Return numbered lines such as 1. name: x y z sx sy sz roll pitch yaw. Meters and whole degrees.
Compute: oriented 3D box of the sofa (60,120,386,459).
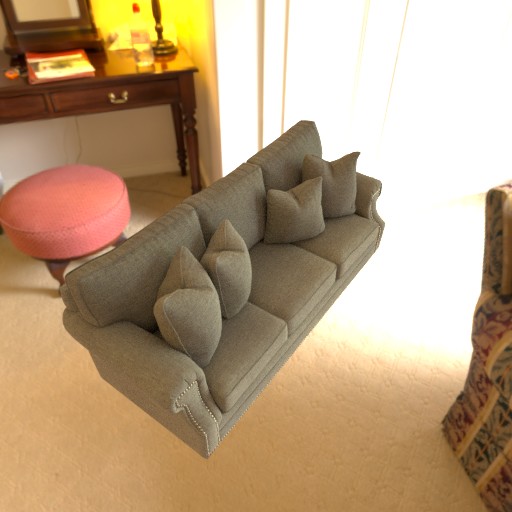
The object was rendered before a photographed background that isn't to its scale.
1. sofa: 0.000 0.000 2.898 0.965 0.975 2.312 26 47 26
